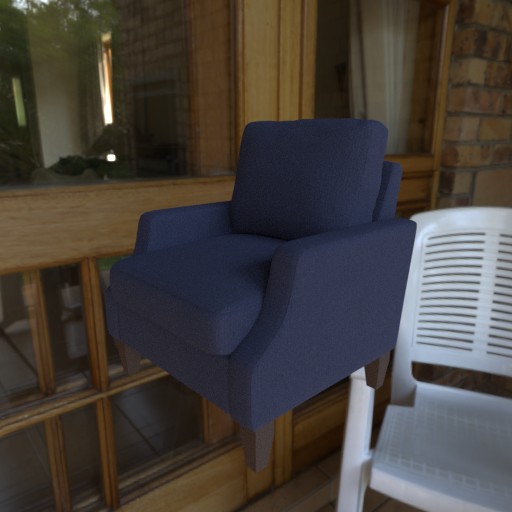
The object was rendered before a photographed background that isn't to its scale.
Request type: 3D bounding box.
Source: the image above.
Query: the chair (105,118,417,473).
[{"bbox_3d":[0.000,0.000,1.656,0.897,0.991,0.855,-14,20,-42],"label":"chair"}]
